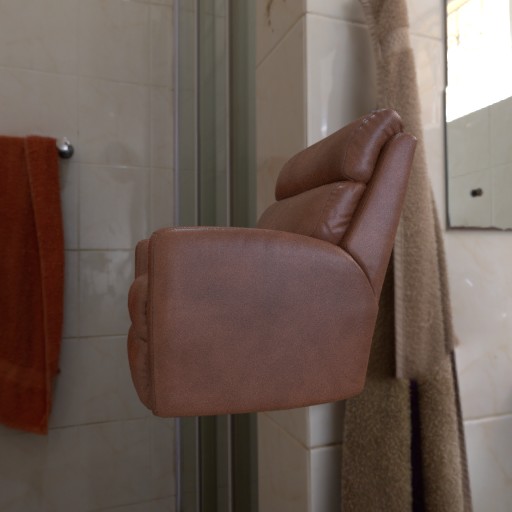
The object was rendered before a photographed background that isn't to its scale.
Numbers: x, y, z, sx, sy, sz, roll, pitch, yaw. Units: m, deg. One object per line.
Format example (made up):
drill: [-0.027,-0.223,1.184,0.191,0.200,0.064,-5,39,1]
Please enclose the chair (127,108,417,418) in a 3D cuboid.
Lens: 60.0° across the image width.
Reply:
chair: [0.000,0.000,1.697,0.939,1.016,0.787,0,-1,-18]
